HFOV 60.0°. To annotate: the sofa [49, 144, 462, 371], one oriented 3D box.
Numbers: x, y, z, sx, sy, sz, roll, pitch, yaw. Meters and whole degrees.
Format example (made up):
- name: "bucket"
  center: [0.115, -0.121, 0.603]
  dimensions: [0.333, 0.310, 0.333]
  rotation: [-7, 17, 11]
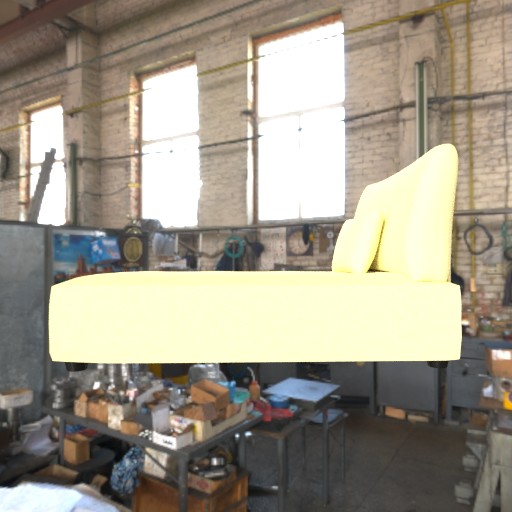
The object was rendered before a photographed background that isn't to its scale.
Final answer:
- name: "sofa"
  center: [0.000, 0.000, 2.009]
  dimensions: [1.450, 0.820, 0.930]
  rotation: [0, -1, -2]
